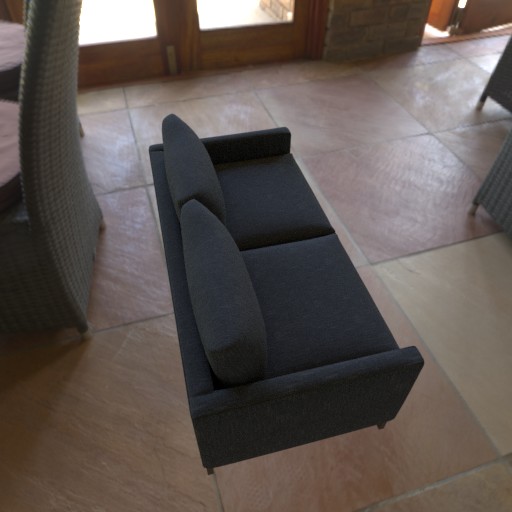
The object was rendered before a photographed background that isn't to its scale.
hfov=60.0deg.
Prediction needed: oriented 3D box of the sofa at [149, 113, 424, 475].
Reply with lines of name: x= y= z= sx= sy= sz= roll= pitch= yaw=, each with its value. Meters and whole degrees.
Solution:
sofa: x=0.000 y=0.000 z=2.214 sx=0.866 sy=0.862 sz=1.716 roll=-10 pitch=47 yaw=-10
